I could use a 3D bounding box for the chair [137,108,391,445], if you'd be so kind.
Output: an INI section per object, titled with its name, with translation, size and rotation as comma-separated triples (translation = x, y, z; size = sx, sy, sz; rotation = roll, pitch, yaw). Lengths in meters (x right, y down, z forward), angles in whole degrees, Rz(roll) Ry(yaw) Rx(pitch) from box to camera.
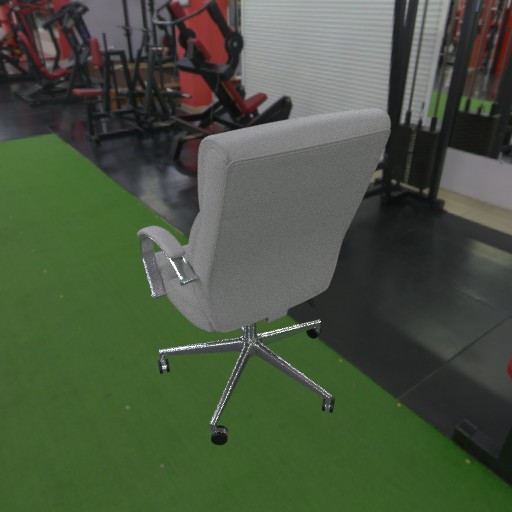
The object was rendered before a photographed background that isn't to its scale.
[chair]
translation = 0.000, 0.000, 1.619
size = 0.727, 1.099, 0.745
rotation = -19, 35, -29
